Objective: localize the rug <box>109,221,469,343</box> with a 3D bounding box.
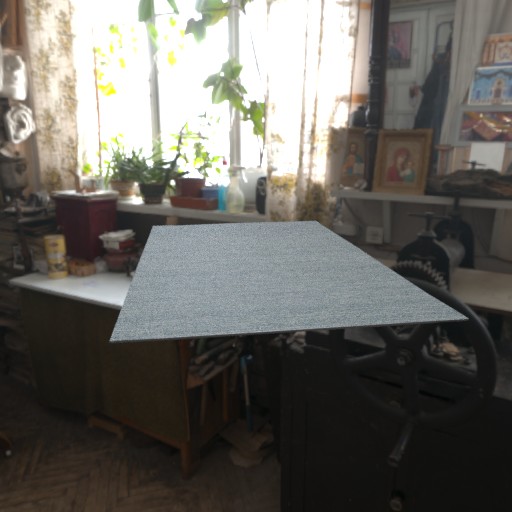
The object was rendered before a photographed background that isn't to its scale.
[{"bbox_3d":[0.000,0.000,2.288,1.174,0.022,1.853,-2,15,-8],"label":"rug"}]
